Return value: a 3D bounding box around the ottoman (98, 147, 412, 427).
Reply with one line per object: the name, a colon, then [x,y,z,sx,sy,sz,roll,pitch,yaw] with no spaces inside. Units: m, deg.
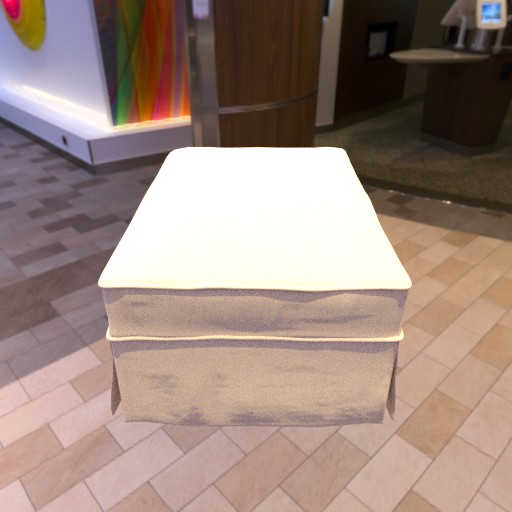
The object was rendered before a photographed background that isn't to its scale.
ottoman: [0.000,0.000,1.362,0.703,0.479,0.944,0,31,0]
